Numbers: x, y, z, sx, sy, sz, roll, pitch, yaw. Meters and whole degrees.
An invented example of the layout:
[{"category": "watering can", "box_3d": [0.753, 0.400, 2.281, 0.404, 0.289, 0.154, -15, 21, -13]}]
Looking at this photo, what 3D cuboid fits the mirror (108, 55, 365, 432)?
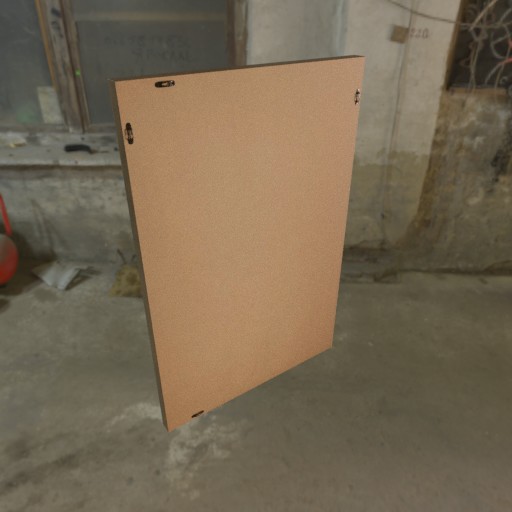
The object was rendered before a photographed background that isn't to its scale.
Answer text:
[{"category": "mirror", "box_3d": [0.000, 0.000, 1.150, 0.609, 0.915, 0.041, -19, 36, -29]}]
